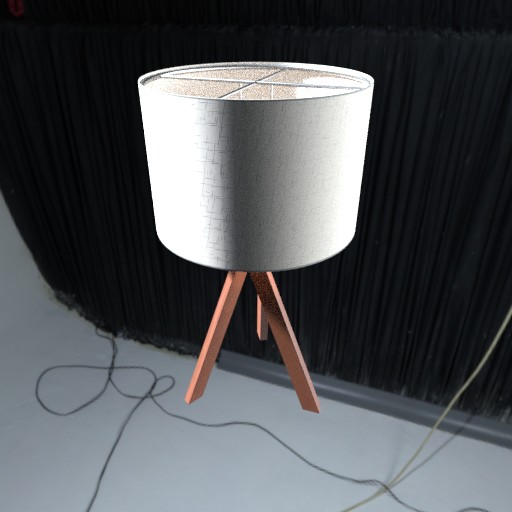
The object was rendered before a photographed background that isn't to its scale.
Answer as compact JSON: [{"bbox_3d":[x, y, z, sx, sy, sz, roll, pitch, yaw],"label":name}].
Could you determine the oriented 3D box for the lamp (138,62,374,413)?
[{"bbox_3d":[0.000,0.000,0.905,0.380,0.686,0.380,11,32,18],"label":"lamp"}]
